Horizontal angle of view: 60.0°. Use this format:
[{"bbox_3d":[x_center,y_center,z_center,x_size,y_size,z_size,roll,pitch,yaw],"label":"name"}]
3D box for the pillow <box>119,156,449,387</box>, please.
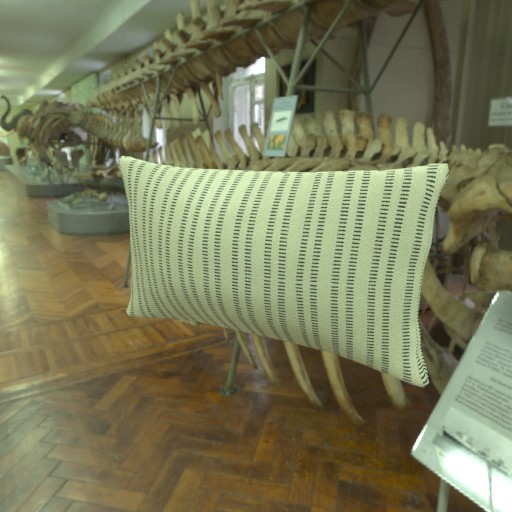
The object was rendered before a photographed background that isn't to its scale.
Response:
[{"bbox_3d":[0.000,0.000,0.824,0.640,0.353,0.210,8,16,27],"label":"pillow"}]
